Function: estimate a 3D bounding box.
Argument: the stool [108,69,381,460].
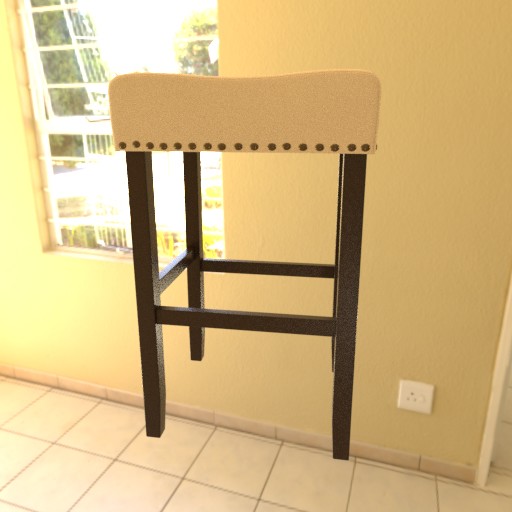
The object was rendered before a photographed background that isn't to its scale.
[{"bbox_3d":[0.000,0.000,1.025,0.471,0.762,0.401,3,17,9],"label":"stool"}]
